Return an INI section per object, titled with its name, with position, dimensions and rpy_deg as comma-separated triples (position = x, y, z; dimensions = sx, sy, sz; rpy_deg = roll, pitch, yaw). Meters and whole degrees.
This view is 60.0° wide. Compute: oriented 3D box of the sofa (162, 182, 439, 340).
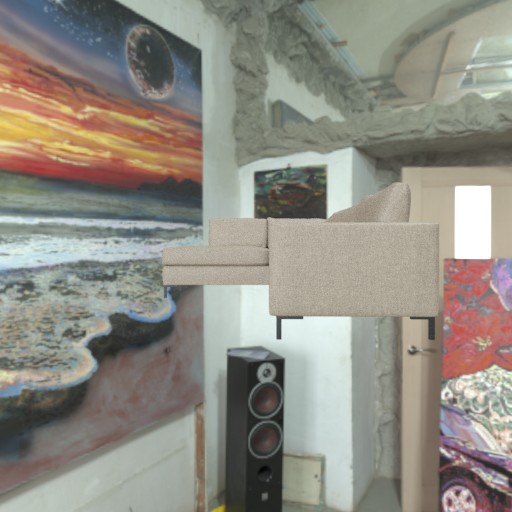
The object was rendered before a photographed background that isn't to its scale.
[sofa]
position = 0.000, 0.000, 3.108
dimensions = 1.617, 0.703, 2.423
rpy_deg = 0, 1, 1
